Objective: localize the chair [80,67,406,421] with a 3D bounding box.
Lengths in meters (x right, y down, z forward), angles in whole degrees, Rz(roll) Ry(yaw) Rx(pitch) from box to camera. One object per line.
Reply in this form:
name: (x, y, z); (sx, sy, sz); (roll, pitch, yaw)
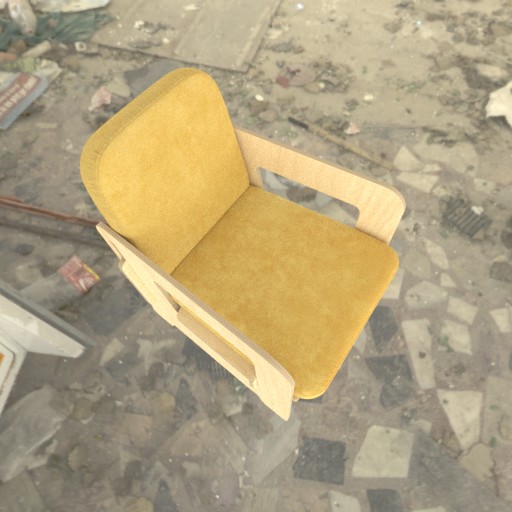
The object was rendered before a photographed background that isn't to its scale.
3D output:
chair: (0.000, 0.000, 1.273); (0.710, 0.800, 0.590); (30, 63, 17)
